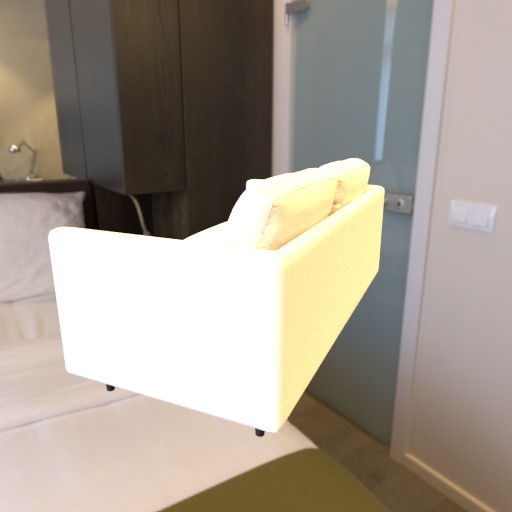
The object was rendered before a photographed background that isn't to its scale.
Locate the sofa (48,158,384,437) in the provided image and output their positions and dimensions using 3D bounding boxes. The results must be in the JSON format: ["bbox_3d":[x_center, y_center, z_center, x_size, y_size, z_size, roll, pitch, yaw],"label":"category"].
[{"bbox_3d":[0.000,0.000,2.184,0.940,0.893,1.713,7,17,24],"label":"sofa"}]
